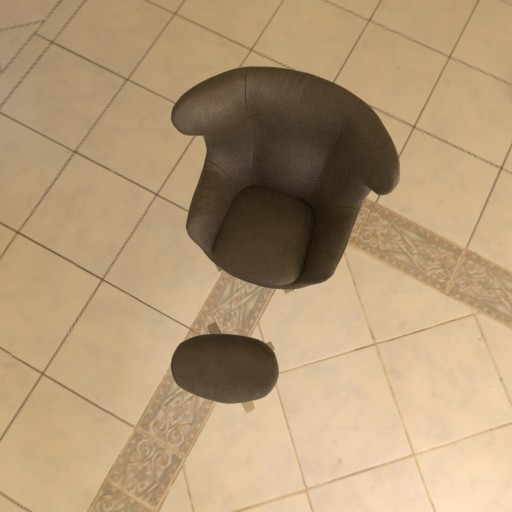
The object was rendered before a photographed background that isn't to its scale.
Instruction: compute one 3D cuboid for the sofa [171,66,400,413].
[{"bbox_3d":[0.000,0.000,2.073,0.894,1.135,1.444,18,76,5],"label":"sofa"}]
